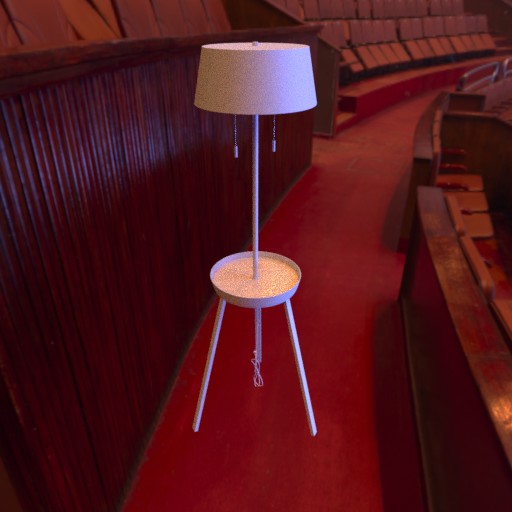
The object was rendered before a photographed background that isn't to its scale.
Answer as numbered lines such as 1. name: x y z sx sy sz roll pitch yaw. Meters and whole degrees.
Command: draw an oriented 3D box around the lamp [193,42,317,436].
1. lamp: 0.000 0.000 1.635 0.508 1.429 0.468 1 29 2
